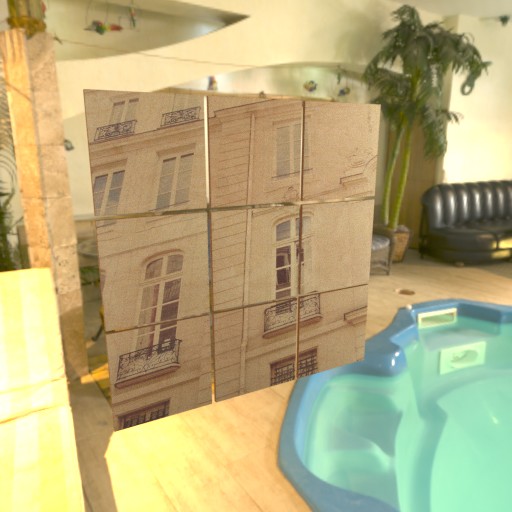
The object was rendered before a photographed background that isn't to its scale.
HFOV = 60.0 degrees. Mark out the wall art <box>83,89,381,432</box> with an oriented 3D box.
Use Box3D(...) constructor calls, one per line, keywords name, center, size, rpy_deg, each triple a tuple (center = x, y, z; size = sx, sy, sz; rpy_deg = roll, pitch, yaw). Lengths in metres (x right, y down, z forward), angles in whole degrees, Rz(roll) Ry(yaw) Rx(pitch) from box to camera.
Box3D(name="wall art", center=(0.000, 0.000, 1.356), size=(0.915, 0.913, 0.018), rpy_deg=(-8, 16, -27))
